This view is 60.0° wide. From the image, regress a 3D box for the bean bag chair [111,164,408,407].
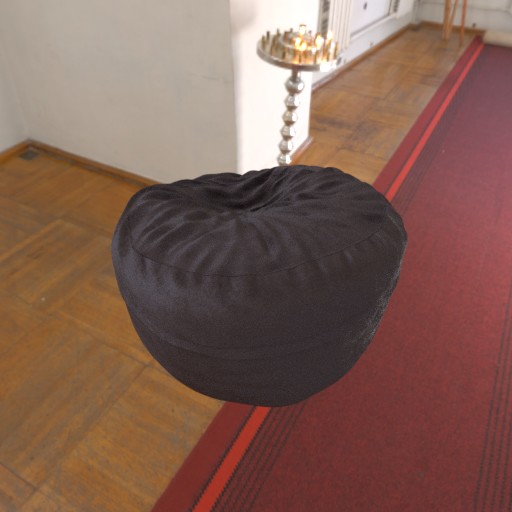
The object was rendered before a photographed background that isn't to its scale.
[{"bbox_3d":[0.000,0.000,2.039,1.245,0.821,1.245,0,41,0],"label":"bean bag chair"}]
